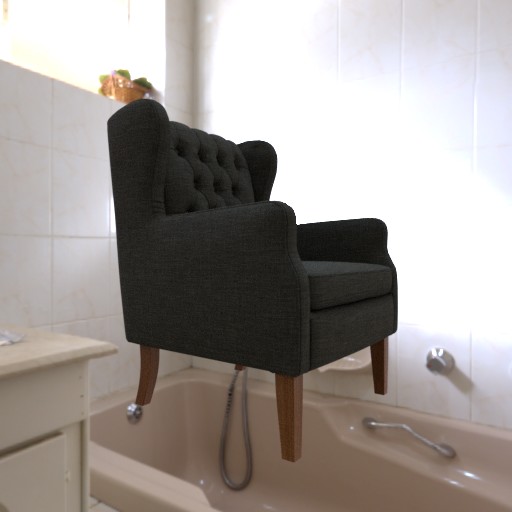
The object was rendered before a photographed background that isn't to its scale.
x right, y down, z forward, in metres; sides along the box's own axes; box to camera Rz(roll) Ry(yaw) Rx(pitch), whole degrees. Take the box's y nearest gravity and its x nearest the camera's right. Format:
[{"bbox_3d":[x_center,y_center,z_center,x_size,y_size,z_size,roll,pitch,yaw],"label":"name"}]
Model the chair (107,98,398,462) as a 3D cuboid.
[{"bbox_3d":[0.000,0.000,1.475,0.775,0.953,0.711,0,1,36],"label":"chair"}]
